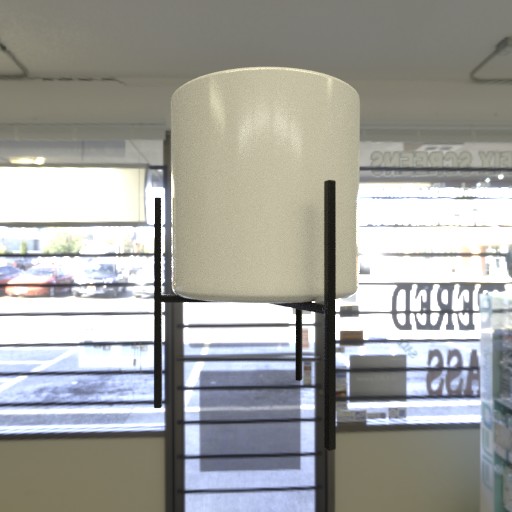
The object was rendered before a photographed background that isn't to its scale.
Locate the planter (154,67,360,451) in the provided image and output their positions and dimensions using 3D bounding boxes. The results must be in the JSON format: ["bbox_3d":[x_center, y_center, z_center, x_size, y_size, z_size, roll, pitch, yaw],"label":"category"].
[{"bbox_3d":[0.000,0.000,0.522,0.239,0.356,0.239,0,0,0],"label":"planter"}]
